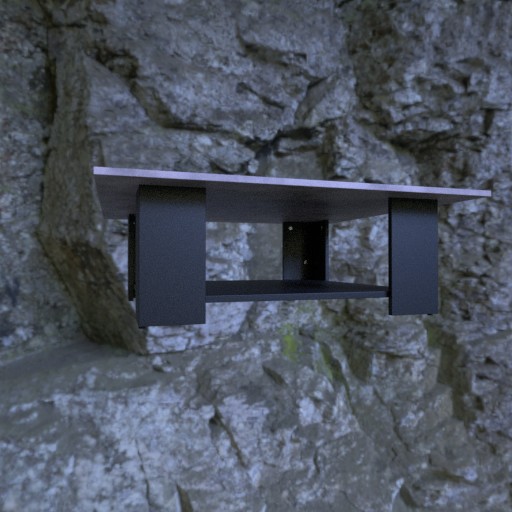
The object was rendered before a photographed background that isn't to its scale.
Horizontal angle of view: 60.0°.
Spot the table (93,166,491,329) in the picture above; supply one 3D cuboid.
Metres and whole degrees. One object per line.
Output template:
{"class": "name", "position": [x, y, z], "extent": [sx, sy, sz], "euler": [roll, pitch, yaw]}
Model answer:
{"class": "table", "position": [0.000, 0.000, 1.341], "extent": [0.890, 0.305, 0.890], "euler": [0, -1, -18]}
